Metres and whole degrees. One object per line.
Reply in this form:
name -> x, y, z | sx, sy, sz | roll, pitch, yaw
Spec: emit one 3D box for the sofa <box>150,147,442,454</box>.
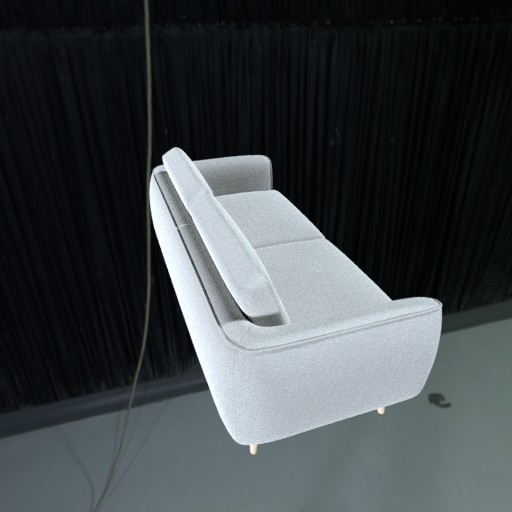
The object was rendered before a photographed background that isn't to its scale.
sofa -> 0.000, 0.000, 2.432 | 0.920, 0.850, 2.000 | -10, 32, -17
